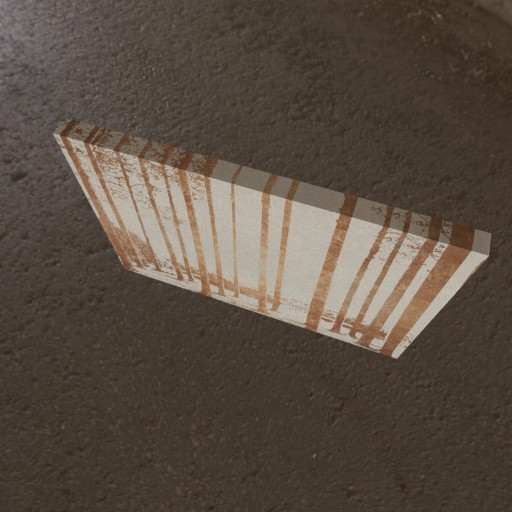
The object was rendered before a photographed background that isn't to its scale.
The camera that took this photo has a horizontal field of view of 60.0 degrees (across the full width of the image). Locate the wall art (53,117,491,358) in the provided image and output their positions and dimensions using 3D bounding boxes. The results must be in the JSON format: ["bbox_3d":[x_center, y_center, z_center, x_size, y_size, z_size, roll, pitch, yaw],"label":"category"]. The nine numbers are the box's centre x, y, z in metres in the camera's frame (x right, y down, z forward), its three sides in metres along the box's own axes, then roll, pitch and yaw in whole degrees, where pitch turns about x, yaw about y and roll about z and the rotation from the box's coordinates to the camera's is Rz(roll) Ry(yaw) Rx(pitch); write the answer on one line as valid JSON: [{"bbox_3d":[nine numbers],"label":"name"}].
[{"bbox_3d":[0.000,0.000,0.769,0.609,0.405,0.035,17,61,10],"label":"wall art"}]
